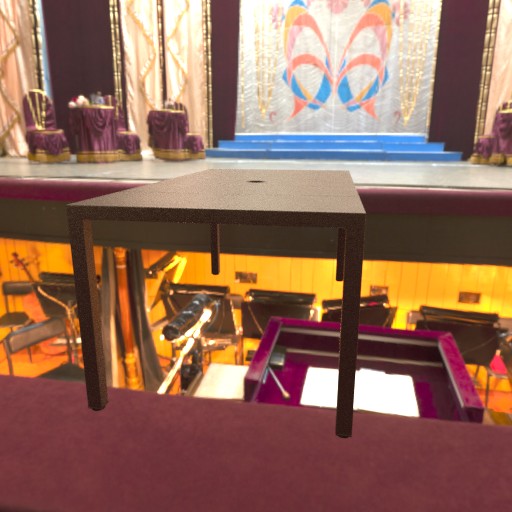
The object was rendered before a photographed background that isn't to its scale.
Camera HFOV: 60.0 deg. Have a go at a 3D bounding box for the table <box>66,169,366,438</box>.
[{"bbox_3d":[0.000,0.000,2.199,0.914,0.735,1.680,3,15,10],"label":"table"}]
